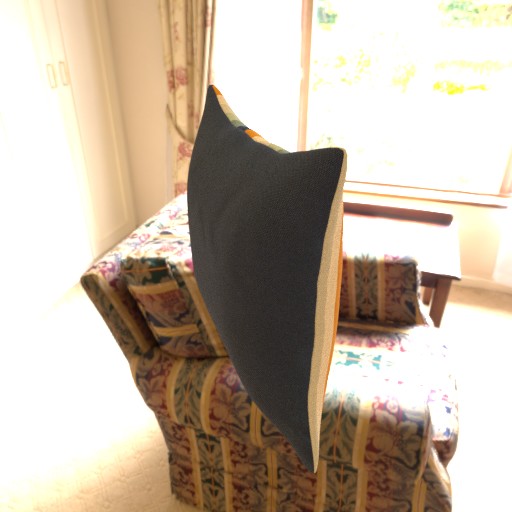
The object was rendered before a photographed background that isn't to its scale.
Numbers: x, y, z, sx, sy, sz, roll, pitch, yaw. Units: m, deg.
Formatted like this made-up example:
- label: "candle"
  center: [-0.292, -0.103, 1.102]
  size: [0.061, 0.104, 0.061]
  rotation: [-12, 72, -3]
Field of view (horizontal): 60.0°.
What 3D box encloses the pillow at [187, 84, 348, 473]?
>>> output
- label: "pillow"
  center: [0.000, 0.000, 0.698]
  size: [0.173, 0.454, 0.463]
  rotation: [-10, 30, -18]
